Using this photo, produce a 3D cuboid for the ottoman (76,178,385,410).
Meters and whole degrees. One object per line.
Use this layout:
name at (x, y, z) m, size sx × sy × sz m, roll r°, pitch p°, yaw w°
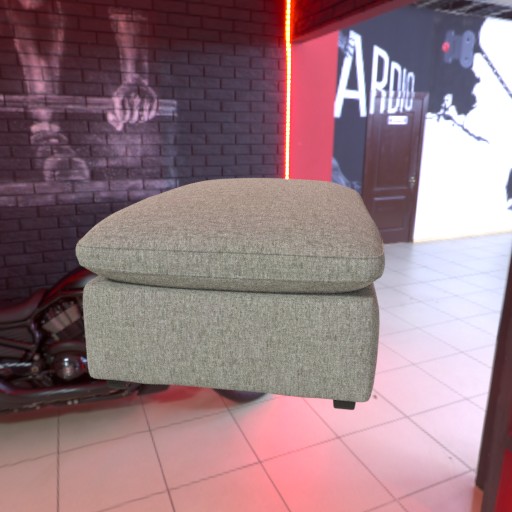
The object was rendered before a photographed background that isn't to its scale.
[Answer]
ottoman at (0.000, 0.000, 1.386) m, size 0.694 × 0.451 × 0.977 m, roll 2°, pitch 15°, yaw 9°
